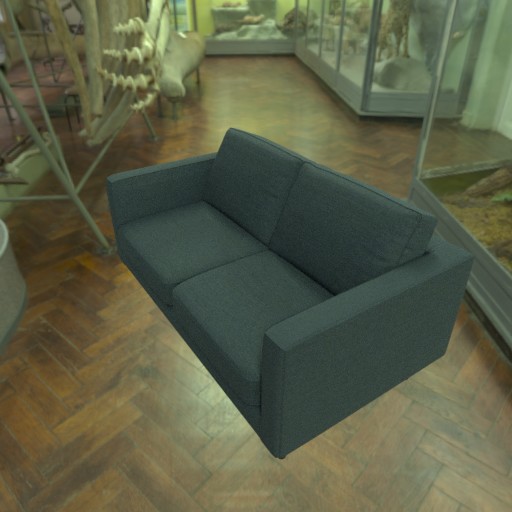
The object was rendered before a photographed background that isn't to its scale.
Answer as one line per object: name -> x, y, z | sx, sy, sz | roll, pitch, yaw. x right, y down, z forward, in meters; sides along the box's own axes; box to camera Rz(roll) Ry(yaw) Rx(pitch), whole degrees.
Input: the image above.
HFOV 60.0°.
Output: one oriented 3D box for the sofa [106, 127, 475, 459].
sofa -> 0.000, 0.000, 2.245 | 0.999, 0.907, 1.659 | -20, 37, -28
